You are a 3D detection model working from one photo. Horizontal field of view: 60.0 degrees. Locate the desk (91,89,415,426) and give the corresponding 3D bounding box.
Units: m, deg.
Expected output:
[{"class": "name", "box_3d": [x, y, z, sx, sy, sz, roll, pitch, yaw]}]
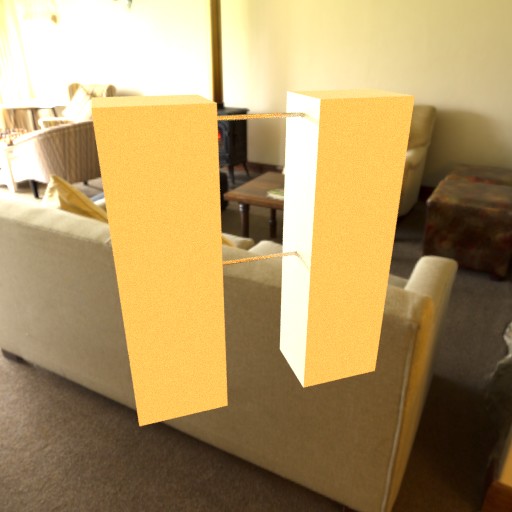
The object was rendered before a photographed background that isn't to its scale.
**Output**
[{"class": "desk", "box_3d": [0.000, 0.000, 2.942, 1.770, 2.000, 0.480, -8, 26, -16]}]
